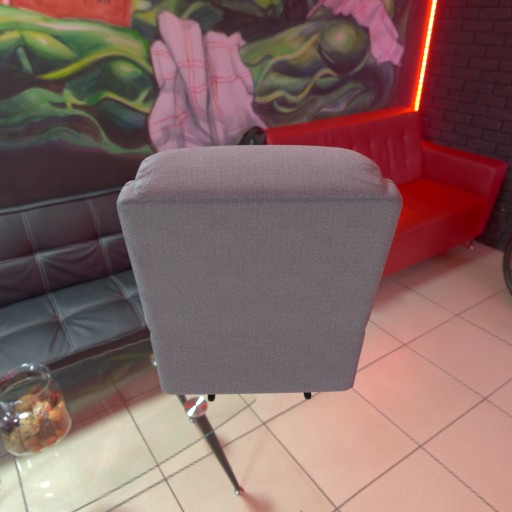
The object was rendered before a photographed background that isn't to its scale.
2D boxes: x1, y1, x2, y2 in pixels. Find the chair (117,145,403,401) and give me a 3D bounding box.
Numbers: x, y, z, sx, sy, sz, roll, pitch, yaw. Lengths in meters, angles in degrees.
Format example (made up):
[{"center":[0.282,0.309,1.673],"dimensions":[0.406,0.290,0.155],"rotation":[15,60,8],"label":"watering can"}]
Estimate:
[{"center":[0.000,0.000,1.782],"dimensions":[0.838,1.054,1.014],"rotation":[-1,29,-1],"label":"chair"}]
